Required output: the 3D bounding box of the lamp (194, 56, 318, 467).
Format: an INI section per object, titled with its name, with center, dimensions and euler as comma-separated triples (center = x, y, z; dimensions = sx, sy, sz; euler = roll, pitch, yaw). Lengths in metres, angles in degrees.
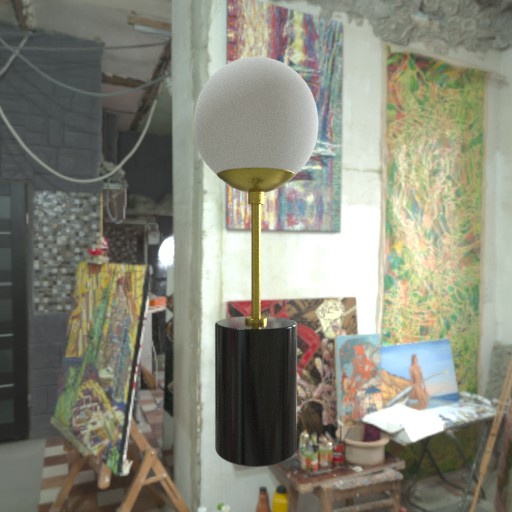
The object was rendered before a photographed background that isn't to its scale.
[lamp]
center = 0.000, 0.000, 0.553
dimensions = 0.153, 0.480, 0.153
euler = 0, 1, 0
